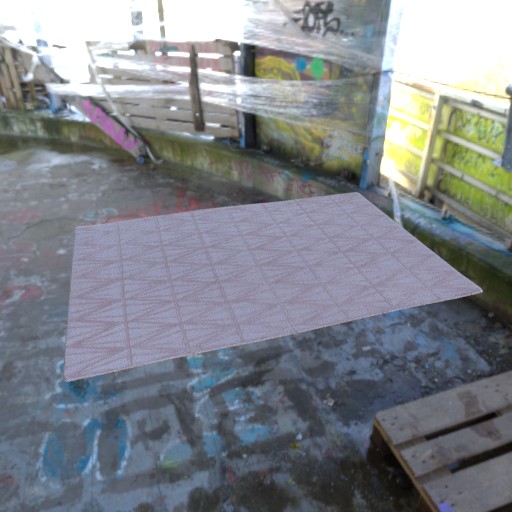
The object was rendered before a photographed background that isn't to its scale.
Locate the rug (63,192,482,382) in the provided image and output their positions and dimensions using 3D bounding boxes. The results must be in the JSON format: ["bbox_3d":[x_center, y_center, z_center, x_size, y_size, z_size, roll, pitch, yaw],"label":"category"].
[{"bbox_3d":[0.000,0.000,2.320,1.837,0.025,1.230,-9,33,-15],"label":"rug"}]
